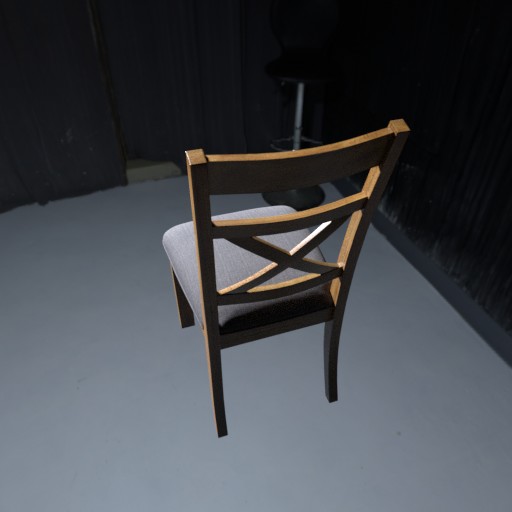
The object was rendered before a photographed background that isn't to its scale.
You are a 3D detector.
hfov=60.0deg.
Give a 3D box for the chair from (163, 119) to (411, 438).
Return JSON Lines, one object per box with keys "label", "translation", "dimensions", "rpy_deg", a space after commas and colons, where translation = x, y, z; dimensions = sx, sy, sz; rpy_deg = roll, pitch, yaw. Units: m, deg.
{"label": "chair", "translation": [0.000, 0.000, 1.257], "dimensions": [0.470, 0.949, 0.581], "rpy_deg": [-12, 42, -14]}
